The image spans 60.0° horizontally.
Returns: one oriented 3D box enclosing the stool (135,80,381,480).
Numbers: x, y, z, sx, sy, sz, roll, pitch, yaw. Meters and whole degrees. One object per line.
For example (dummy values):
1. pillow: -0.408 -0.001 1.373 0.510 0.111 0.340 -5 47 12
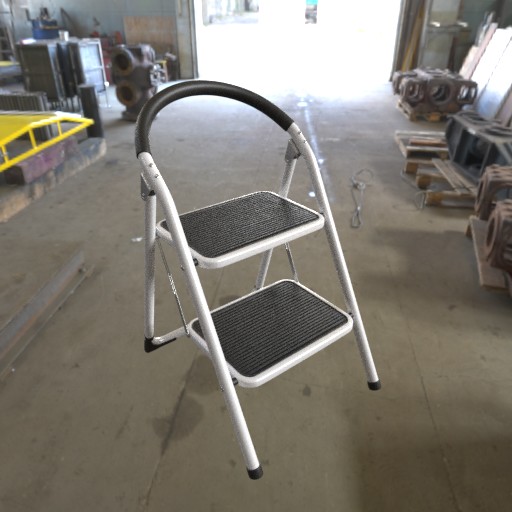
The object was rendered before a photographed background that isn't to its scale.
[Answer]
1. stool: 0.000 0.000 1.099 0.453 0.760 0.559 -21 36 -33
